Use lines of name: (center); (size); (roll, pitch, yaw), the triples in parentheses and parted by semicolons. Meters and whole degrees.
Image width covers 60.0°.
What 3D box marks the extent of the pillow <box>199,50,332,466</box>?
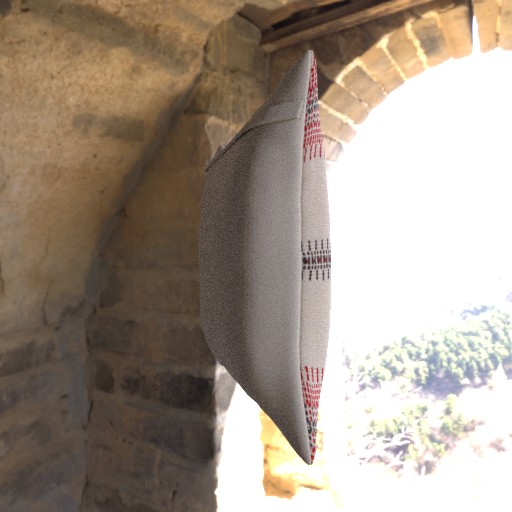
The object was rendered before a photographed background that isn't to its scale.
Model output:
pillow: (0.000, 0.000, 0.704); (0.160, 0.454, 0.463); (0, 0, -17)
